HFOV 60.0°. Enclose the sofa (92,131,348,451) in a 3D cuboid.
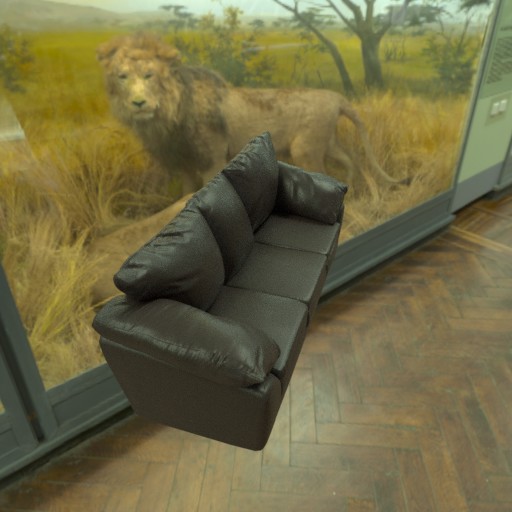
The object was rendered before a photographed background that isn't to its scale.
[{"bbox_3d":[0.000,0.000,2.958,0.907,1.091,2.390,10,32,16],"label":"sofa"}]
